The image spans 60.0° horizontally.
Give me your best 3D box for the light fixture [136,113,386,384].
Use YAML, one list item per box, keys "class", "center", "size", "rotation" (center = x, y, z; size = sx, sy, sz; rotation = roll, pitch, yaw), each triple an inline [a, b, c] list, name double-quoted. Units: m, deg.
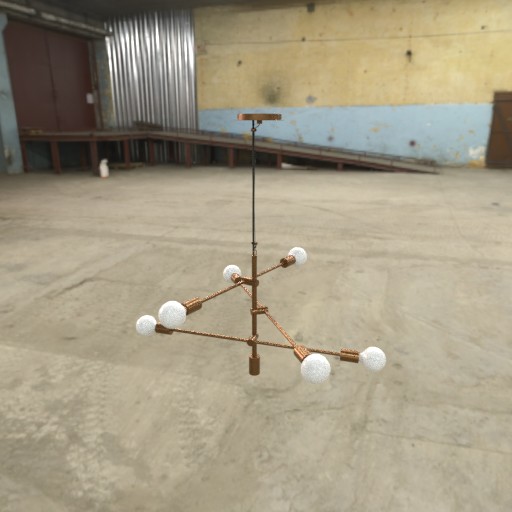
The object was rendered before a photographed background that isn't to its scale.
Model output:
- class: "light fixture"
  center: [0.000, 0.000, 1.220]
  size: [0.637, 0.744, 0.682]
  rotation: [-15, 22, -42]
